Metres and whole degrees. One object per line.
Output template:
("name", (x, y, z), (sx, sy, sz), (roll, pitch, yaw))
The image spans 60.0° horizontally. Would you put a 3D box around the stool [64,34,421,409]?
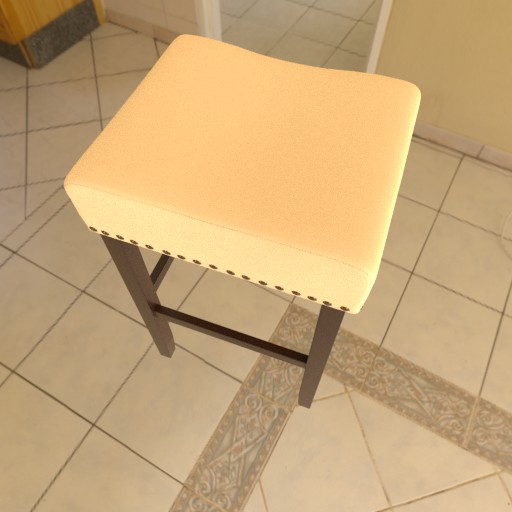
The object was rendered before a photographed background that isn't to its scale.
("stool", (0.000, 0.000, 1.008), (0.471, 0.762, 0.401), (17, 59, 11))
